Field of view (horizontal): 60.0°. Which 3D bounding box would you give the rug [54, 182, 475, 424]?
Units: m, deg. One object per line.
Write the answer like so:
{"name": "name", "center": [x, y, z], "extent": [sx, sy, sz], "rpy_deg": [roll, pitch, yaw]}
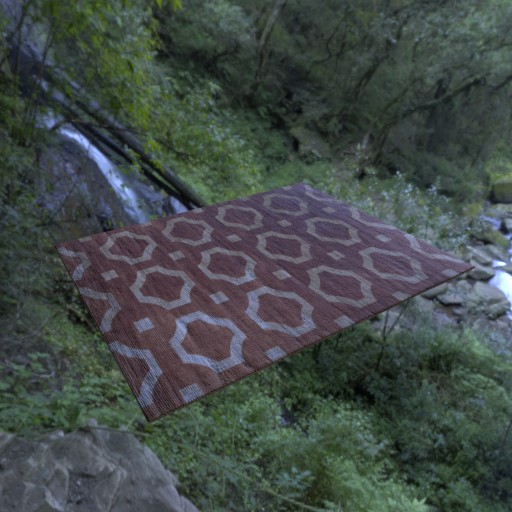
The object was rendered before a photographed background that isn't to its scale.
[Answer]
{"name": "rug", "center": [0.000, 0.000, 4.100], "extent": [3.049, 0.021, 2.466], "rpy_deg": [-18, 35, -28]}
